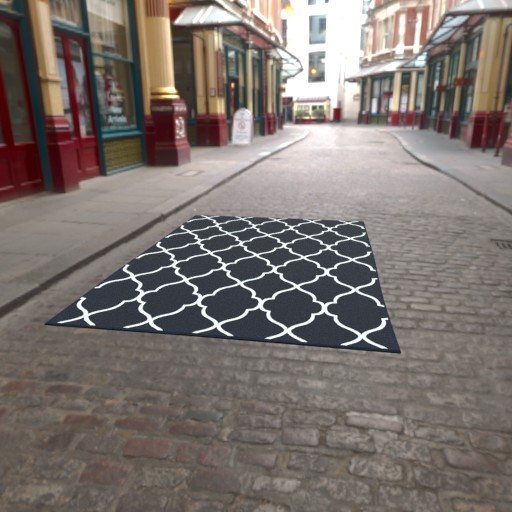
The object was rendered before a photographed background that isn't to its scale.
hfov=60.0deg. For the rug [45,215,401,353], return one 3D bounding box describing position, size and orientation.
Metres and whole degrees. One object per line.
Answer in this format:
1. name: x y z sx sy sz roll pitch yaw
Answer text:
1. rug: 0.000 0.000 2.910 1.528 0.014 2.294 3 18 9
